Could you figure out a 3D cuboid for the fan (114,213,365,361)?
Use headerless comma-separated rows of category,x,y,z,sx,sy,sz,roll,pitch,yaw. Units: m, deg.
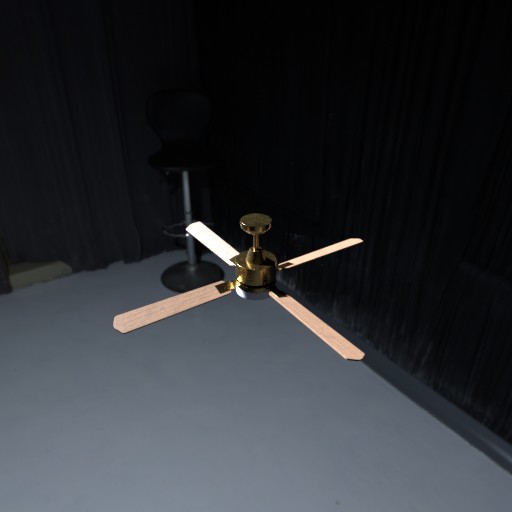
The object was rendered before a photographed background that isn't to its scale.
fan,0.000,0.000,1.981,1.320,0.355,1.320,-18,34,-29
